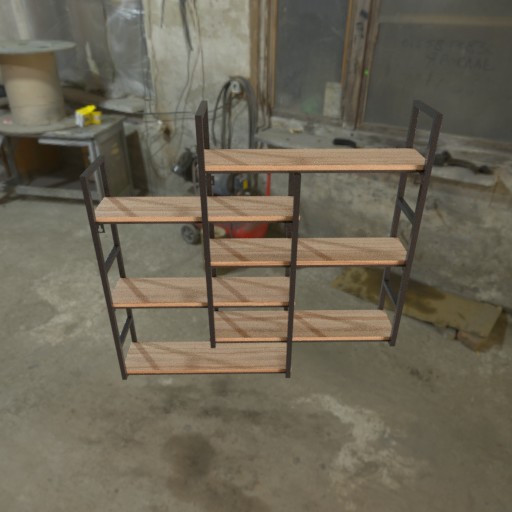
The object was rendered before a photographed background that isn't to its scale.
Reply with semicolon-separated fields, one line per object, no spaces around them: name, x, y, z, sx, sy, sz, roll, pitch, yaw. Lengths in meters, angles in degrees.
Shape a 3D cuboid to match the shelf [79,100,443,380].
shelf;0.000;0.000;1.417;0.946;0.921;0.183;0;30;-1
